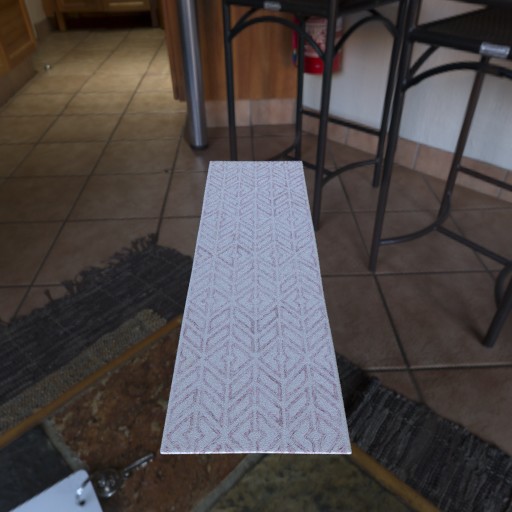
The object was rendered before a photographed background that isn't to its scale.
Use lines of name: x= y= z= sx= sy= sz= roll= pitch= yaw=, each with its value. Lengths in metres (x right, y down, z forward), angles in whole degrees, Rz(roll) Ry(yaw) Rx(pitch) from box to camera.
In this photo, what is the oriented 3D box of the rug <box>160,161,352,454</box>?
rug: x=0.000 y=0.000 z=2.673 sx=0.750 sy=0.009 sz=2.435 roll=0 pitch=39 yaw=0
